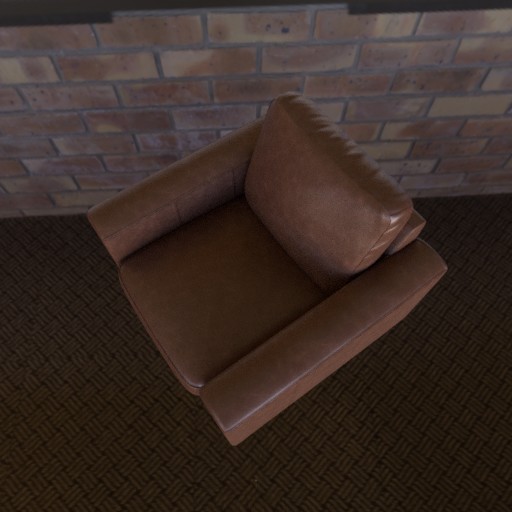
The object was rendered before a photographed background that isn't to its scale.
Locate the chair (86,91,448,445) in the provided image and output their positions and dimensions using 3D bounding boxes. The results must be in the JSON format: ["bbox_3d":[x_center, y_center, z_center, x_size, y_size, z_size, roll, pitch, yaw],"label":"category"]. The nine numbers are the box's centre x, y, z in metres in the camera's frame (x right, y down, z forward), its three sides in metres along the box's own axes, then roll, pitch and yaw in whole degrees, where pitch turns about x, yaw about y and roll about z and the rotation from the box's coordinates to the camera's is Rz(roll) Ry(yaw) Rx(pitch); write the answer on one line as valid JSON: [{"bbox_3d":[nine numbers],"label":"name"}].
[{"bbox_3d":[0.000,0.000,1.766,1.016,0.873,1.005,-32,68,-15],"label":"chair"}]
